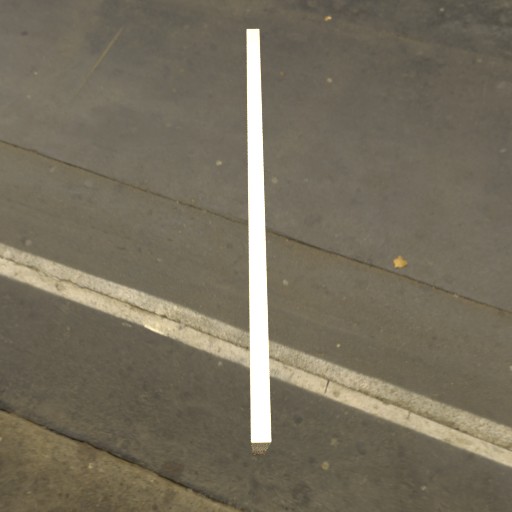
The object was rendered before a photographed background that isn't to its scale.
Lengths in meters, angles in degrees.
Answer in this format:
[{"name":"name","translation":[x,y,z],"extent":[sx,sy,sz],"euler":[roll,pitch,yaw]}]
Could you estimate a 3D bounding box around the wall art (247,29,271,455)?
[{"name":"wall art","translation":[0.000,0.000,1.418],"extent":[0.041,0.758,1.142],"euler":[-1,64,0]}]
